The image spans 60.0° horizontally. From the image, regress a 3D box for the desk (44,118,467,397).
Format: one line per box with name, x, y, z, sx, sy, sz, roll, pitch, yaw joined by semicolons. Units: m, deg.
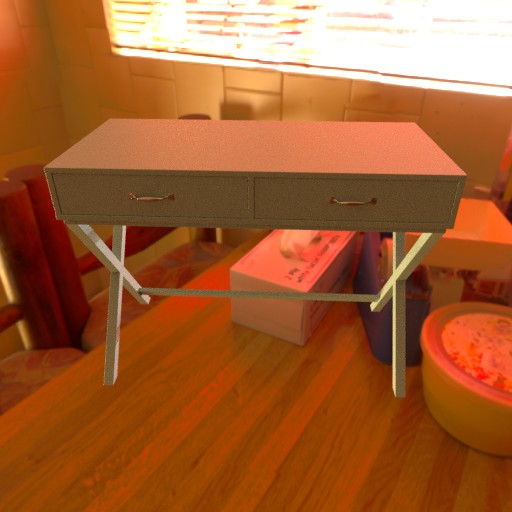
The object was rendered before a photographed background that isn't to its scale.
desk;0.000;0.000;1.511;1.057;0.780;0.525;2;31;3
